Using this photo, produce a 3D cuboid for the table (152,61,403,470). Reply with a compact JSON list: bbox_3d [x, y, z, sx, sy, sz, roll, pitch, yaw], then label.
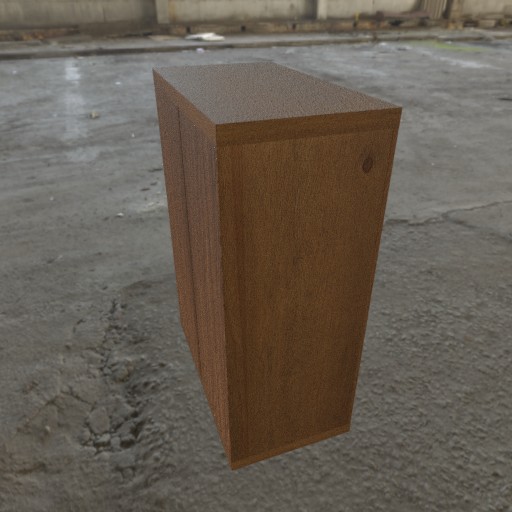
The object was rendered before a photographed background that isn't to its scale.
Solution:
[{"bbox_3d":[0.000,0.000,1.757,0.524,1.294,0.901,-11,33,-17],"label":"table"}]
